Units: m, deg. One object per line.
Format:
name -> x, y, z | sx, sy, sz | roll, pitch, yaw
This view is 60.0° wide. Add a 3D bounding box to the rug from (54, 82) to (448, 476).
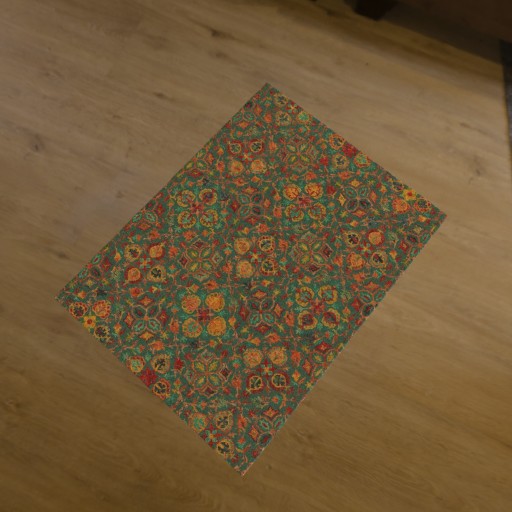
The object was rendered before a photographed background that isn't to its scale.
rug -> 0.000, 0.000, 4.412 | 2.434, 0.025, 3.204 | 40, 78, 10
